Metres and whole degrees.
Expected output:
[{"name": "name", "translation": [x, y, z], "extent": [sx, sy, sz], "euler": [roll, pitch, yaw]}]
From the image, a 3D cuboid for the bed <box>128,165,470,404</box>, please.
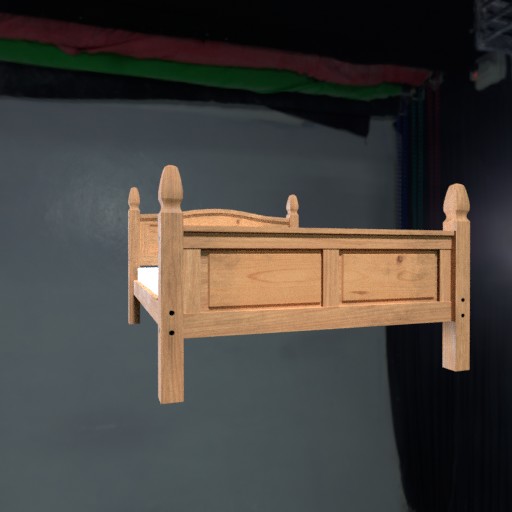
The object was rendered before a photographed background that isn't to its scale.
[{"name": "bed", "translation": [0.000, 0.000, 2.888], "extent": [1.490, 1.100, 2.069], "euler": [0, 0, -19]}]
